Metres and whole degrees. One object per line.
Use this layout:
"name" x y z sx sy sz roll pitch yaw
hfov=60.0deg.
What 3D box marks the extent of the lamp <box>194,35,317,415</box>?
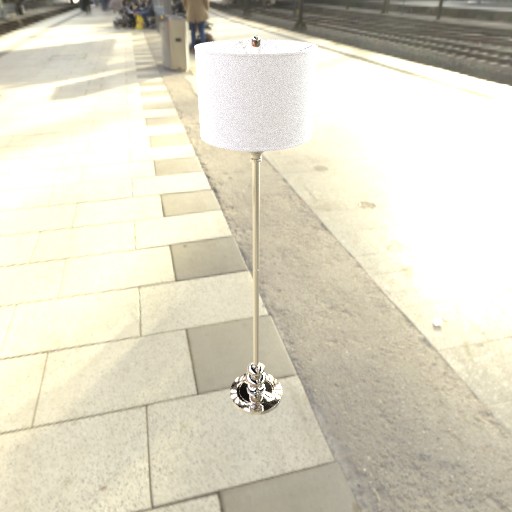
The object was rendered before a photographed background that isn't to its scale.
"lamp" 0.000 0.000 1.665 0.356 1.487 0.356 -9 32 -14
